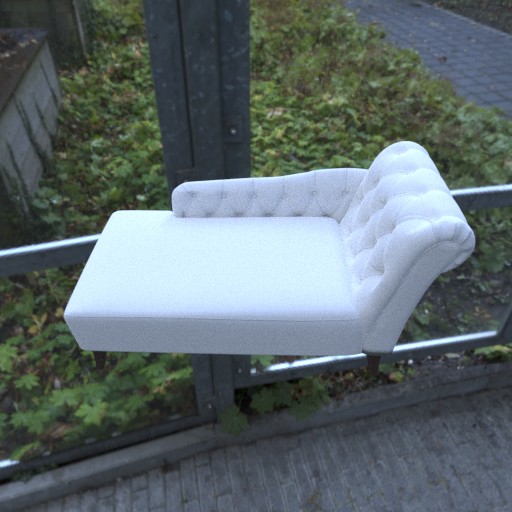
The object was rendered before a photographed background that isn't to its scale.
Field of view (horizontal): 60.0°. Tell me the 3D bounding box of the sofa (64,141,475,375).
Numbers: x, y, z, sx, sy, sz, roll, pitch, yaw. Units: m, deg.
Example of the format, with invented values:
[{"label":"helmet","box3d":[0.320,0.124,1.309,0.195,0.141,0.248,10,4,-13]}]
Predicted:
[{"label":"sofa","box3d":[0.000,0.000,1.814,1.379,0.787,0.675,1,40,1]}]
